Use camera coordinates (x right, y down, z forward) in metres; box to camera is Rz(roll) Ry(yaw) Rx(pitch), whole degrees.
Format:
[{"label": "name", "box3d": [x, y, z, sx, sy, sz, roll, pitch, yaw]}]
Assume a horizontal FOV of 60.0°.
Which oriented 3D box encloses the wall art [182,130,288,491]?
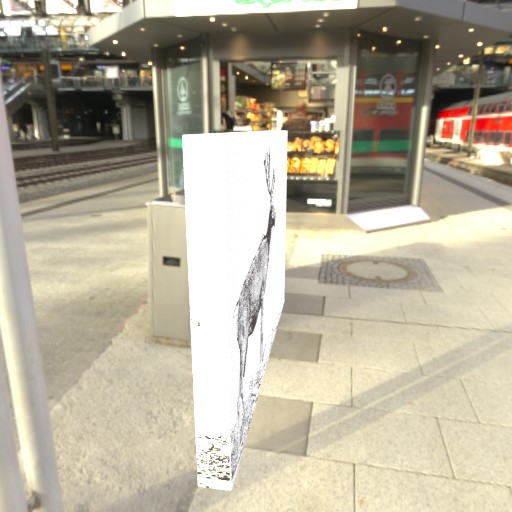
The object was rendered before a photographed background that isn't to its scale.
[{"label": "wall art", "box3d": [0.000, 0.000, 0.768, 0.042, 0.414, 0.608, 3, 16, 9]}]
